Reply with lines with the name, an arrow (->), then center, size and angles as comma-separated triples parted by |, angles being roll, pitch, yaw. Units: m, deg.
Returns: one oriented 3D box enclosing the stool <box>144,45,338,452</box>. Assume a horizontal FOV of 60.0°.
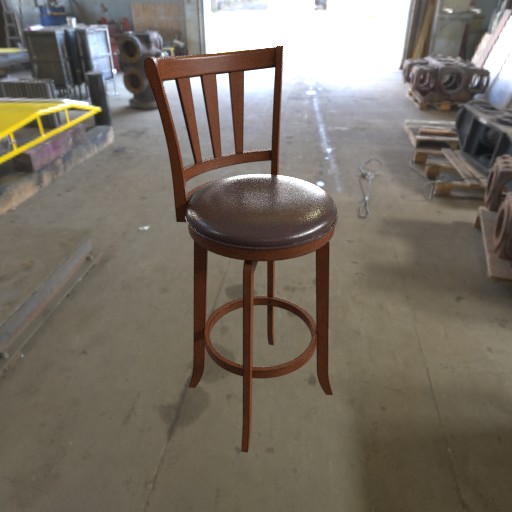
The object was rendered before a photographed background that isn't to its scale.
stool -> 0.000, 0.000, 1.424 | 0.464, 1.177, 0.503 | -22, 37, -31
